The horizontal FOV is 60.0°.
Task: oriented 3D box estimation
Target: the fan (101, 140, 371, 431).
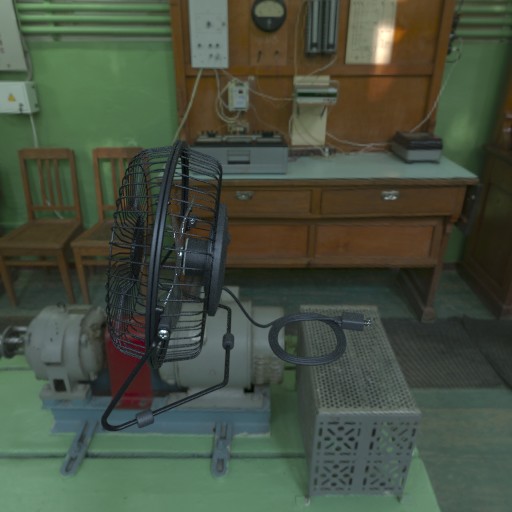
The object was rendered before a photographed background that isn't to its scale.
[{"bbox_3d":[0.000,0.000,0.369,0.227,0.188,0.209,-1,27,-1],"label":"fan"}]
